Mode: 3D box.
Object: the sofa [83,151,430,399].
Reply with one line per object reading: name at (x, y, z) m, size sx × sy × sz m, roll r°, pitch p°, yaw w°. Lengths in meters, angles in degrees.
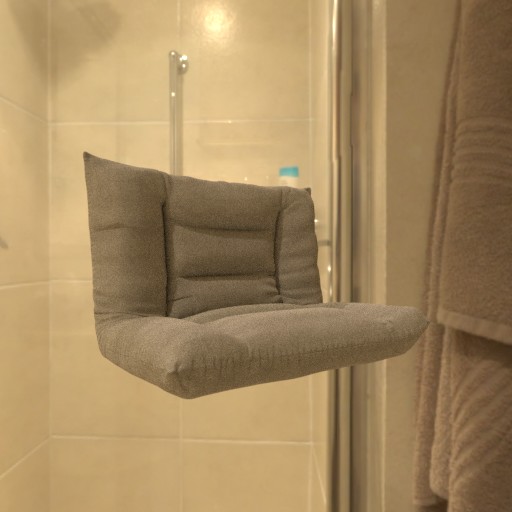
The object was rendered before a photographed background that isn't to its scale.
sofa at (0.000, 0.000, 1.739) m, size 1.144 × 0.795 × 0.847 m, roll 0°, pitch 0°, yaw -34°
